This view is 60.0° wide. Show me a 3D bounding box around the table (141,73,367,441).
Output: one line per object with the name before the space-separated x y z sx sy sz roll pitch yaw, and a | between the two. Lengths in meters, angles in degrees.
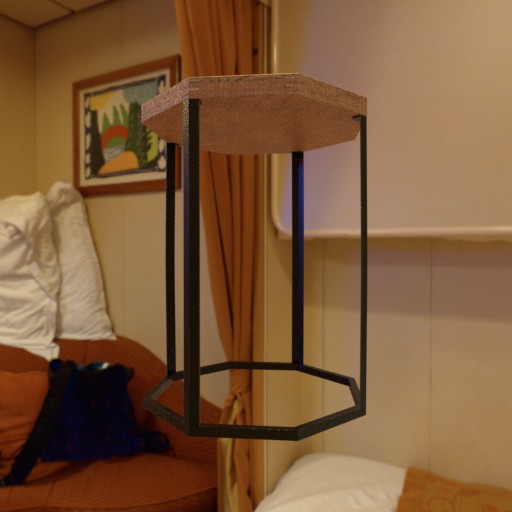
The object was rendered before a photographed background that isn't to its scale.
table | 0.000 0.000 0.875 0.437 0.553 0.437 0 1 -17
